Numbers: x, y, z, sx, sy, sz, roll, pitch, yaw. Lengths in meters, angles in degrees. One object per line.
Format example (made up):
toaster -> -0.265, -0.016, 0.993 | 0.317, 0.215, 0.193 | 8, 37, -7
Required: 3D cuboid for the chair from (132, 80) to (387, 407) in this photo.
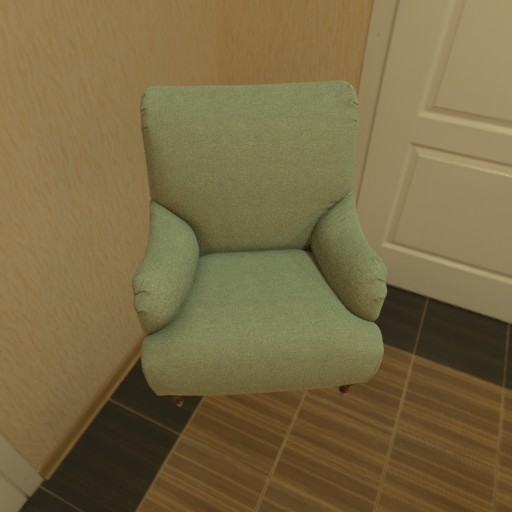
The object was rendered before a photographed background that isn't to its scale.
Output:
chair -> 0.000, 0.000, 1.967 | 0.964, 1.178, 1.060 | -3, 45, -3
